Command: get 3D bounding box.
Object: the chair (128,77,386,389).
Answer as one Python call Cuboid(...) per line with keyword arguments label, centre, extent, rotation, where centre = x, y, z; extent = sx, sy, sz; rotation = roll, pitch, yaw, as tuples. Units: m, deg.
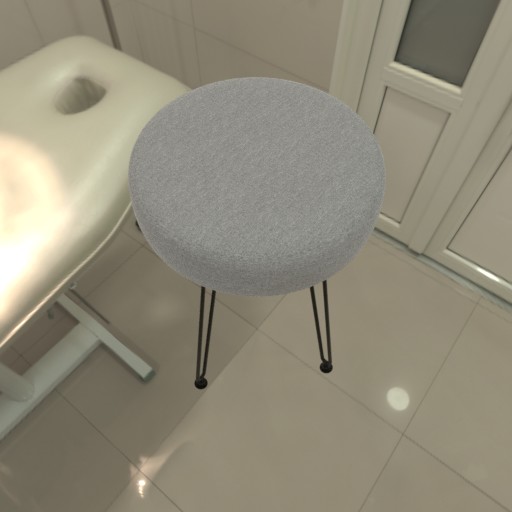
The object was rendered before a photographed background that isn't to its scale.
Cuboid(label="chair", centre=(0.000, 0.000, 0.679), extent=(0.350, 0.440, 0.350), rotation=(33, 63, 19))
